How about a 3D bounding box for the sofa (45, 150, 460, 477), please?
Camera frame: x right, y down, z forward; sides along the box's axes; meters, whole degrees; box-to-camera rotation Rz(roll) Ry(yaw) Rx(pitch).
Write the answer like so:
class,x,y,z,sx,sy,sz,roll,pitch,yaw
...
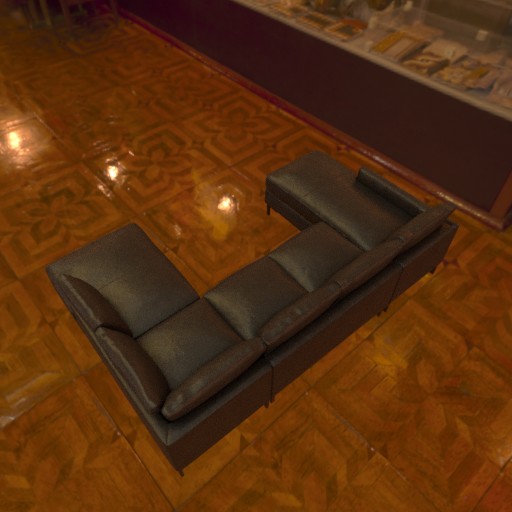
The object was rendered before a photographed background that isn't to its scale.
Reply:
class,x,y,z,sx,sy,sz,roll,pitch,yaw
sofa,0.000,0.000,3.810,2.956,0.900,1.939,-32,56,-25
